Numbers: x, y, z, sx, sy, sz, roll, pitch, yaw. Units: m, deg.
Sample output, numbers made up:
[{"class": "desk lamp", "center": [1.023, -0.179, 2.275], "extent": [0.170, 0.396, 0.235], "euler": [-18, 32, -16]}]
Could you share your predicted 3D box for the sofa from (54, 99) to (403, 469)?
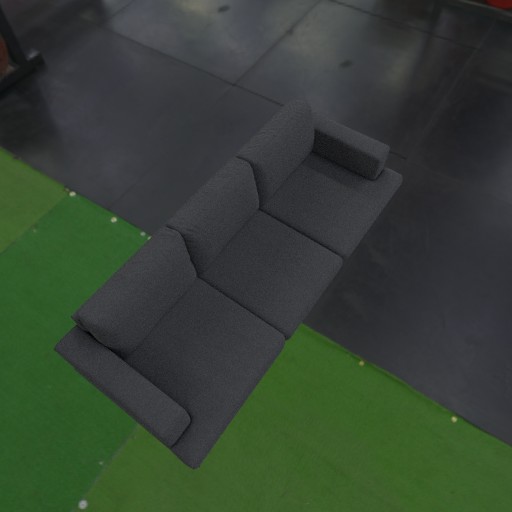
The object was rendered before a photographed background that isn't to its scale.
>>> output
[{"class": "sofa", "center": [0.000, 0.000, 2.752], "extent": [0.920, 0.810, 2.310], "euler": [32, 64, 18]}]
